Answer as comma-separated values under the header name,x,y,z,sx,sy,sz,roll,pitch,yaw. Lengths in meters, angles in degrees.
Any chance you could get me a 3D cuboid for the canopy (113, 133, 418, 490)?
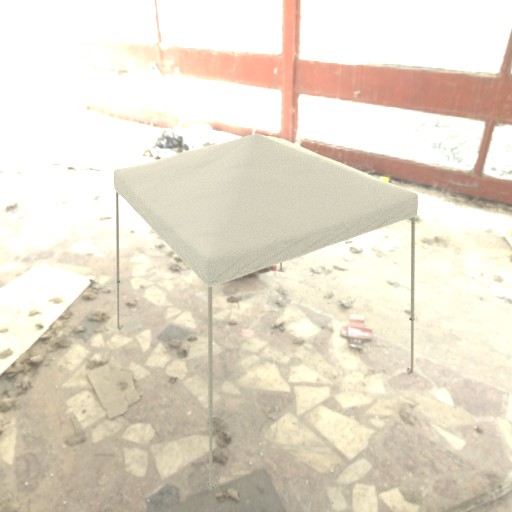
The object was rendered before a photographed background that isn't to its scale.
name,x,y,z,sx,sy,sz,roll,pitch,yaw
canopy,0.000,0.000,6.535,3.600,3.600,3.599,-18,35,-28
